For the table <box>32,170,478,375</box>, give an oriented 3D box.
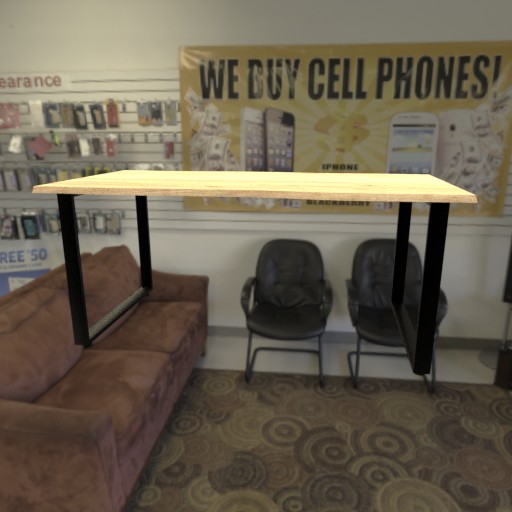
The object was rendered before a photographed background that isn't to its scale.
[{"bbox_3d":[0.000,0.000,2.282,1.800,0.780,0.900,3,16,9],"label":"table"}]
